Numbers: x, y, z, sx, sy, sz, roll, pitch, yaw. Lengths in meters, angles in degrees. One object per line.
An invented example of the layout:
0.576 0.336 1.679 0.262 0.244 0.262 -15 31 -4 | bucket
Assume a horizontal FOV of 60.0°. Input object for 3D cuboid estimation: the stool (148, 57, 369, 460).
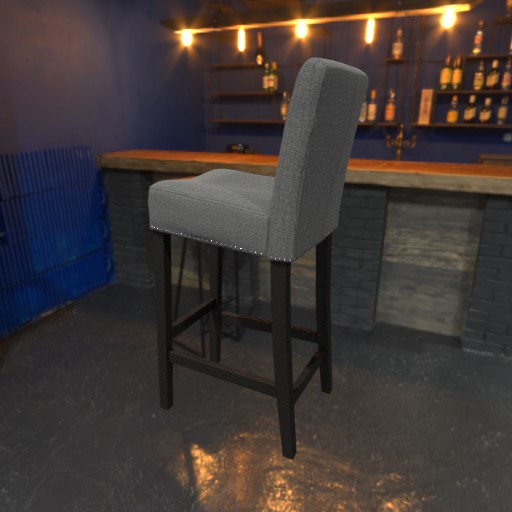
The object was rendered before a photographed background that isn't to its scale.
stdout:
0.000 0.000 1.338 0.548 1.047 0.411 9 20 25 | stool
